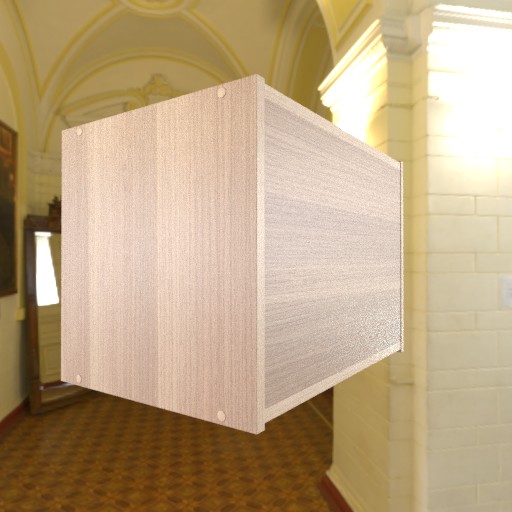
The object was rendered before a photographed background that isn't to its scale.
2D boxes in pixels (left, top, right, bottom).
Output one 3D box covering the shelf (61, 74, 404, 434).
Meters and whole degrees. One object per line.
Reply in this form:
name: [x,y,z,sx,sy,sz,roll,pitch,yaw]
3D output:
shelf: [0.000,0.000,0.627,0.290,0.305,0.415,0,-1,35]
